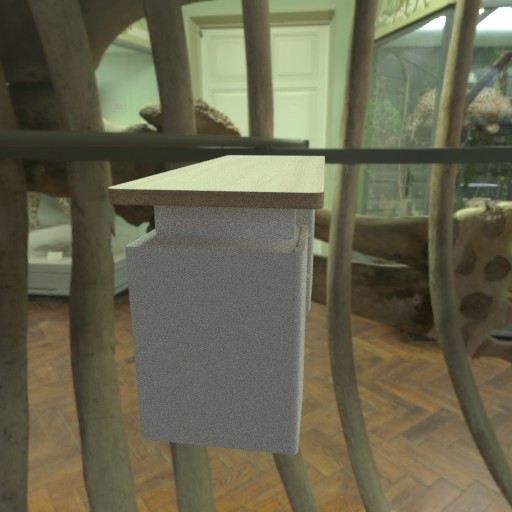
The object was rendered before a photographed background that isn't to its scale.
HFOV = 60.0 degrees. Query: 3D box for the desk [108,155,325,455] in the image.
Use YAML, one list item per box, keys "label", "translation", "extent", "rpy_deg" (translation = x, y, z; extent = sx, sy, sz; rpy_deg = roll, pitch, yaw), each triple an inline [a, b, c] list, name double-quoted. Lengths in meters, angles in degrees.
- label: "desk"
  translation: [0.000, 0.000, 1.895]
  extent: [0.550, 0.755, 1.500]
  rpy_deg: [2, 16, 8]
